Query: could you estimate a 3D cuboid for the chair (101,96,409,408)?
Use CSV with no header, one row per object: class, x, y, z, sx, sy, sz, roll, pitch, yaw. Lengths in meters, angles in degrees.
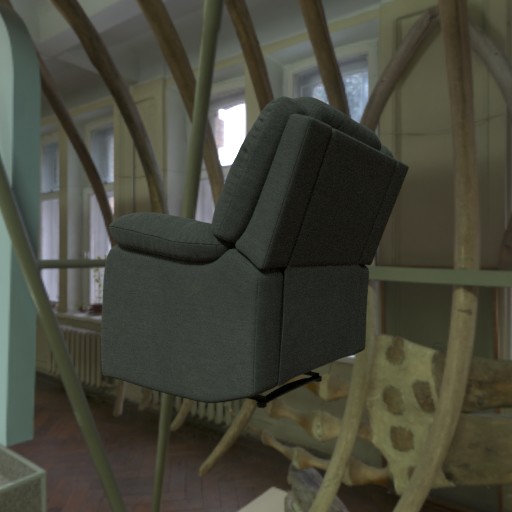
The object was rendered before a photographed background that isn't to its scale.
chair,0.000,0.000,1.737,0.944,1.008,0.899,0,0,37
